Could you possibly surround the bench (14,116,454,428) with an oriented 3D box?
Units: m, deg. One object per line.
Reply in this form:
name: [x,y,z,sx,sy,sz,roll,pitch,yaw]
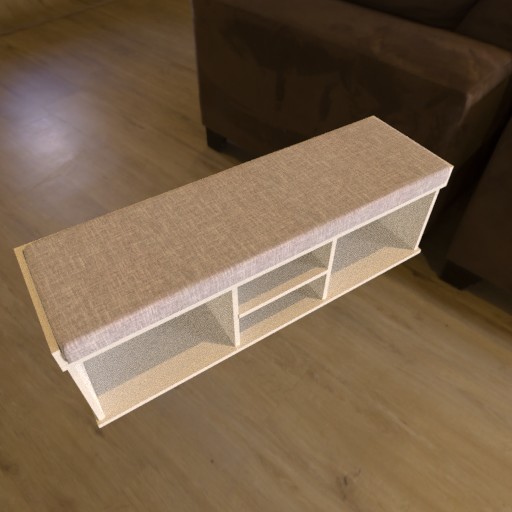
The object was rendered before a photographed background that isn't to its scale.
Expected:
bench: [0.000,0.000,1.365,1.196,0.453,0.363,-25,52,-21]
